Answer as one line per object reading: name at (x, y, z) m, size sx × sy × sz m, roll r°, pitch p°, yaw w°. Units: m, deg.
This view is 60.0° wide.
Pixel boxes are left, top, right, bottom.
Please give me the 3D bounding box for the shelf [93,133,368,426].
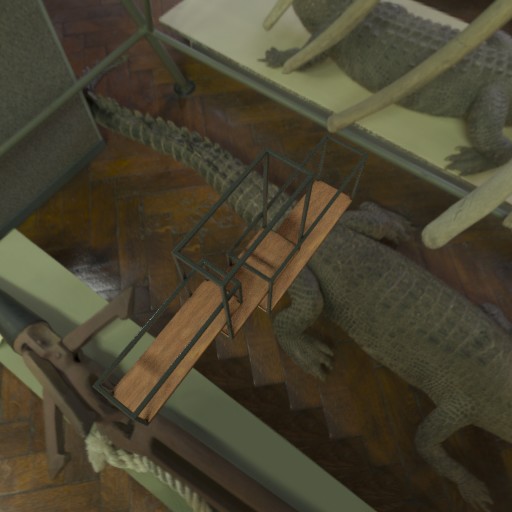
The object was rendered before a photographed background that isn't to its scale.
shelf at (0.000, 0.000, 2.156) m, size 0.275 × 0.972 × 1.781 m, roll 33°, pitch 68°, yaw 15°
